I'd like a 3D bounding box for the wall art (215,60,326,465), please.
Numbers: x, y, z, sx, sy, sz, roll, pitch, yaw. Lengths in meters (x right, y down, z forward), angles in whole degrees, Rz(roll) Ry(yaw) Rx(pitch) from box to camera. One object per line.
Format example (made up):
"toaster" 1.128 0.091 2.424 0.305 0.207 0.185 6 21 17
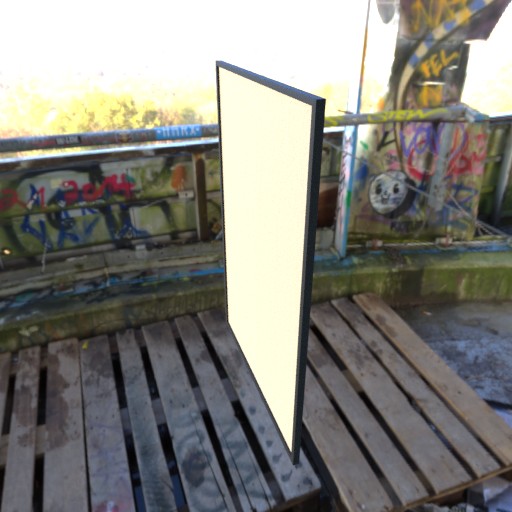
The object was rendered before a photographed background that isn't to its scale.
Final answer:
"wall art" 0.000 0.000 0.865 0.013 0.660 0.460 -10 31 -17
